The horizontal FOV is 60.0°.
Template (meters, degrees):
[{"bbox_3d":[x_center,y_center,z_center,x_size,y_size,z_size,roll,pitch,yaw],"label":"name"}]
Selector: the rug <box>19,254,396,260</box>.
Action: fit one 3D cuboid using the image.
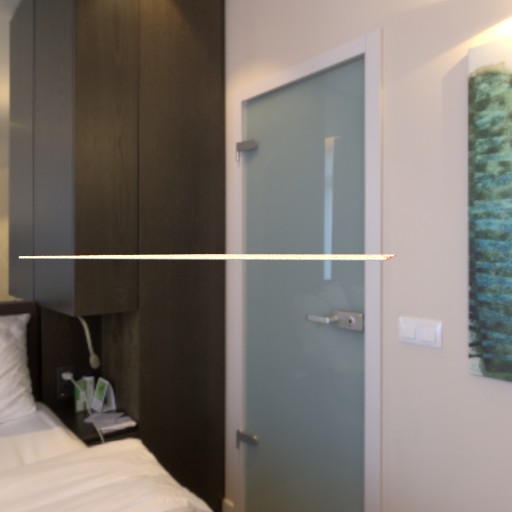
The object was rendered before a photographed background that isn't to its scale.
[{"bbox_3d":[0.000,0.000,4.109,2.441,0.016,3.095,0,0,19],"label":"rug"}]
